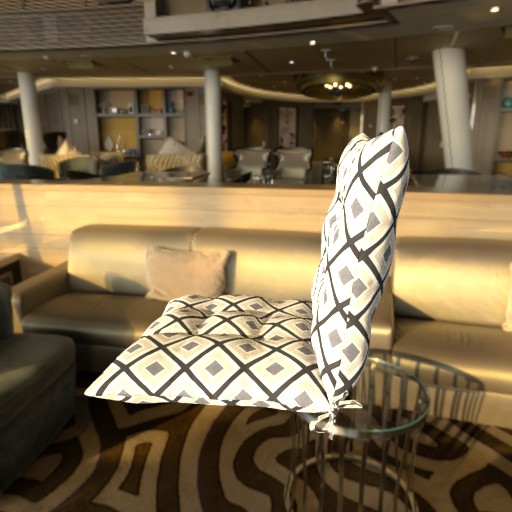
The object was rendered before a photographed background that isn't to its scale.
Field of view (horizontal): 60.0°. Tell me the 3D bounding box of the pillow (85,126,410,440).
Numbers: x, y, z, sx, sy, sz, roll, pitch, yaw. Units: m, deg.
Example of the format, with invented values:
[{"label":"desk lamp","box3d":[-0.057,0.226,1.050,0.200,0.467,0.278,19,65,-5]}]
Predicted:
[{"label":"pillow","box3d":[0.000,0.000,0.981,0.585,0.536,0.541,2,15,7]}]
